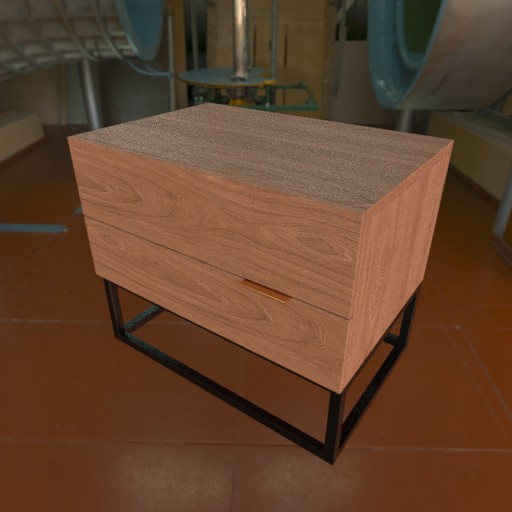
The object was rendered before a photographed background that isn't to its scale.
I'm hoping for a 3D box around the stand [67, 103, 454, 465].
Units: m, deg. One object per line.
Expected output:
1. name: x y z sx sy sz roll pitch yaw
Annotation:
1. stand: 0.000 0.000 0.948 0.600 0.500 0.420 20 35 30
